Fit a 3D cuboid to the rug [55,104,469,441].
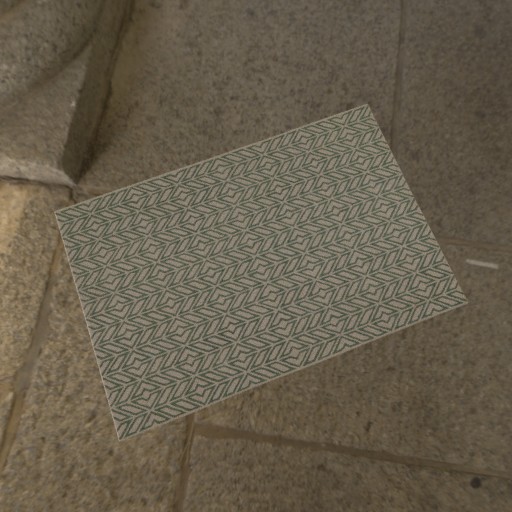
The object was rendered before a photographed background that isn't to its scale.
[{"bbox_3d":[0.000,0.000,2.294,1.828,0.007,1.220,-20,76,-5],"label":"rug"}]
